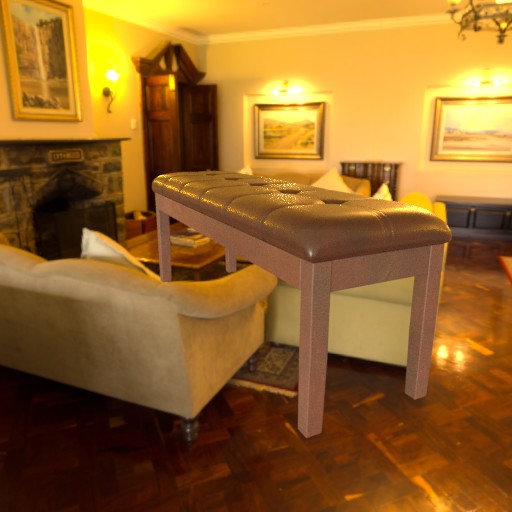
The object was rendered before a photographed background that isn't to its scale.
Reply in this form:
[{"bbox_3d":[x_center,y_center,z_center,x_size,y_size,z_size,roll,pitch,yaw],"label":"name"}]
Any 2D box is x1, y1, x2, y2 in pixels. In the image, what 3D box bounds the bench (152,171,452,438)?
[{"bbox_3d":[0.000,0.000,1.523,0.401,0.491,1.259,-8,17,-26],"label":"bench"}]
